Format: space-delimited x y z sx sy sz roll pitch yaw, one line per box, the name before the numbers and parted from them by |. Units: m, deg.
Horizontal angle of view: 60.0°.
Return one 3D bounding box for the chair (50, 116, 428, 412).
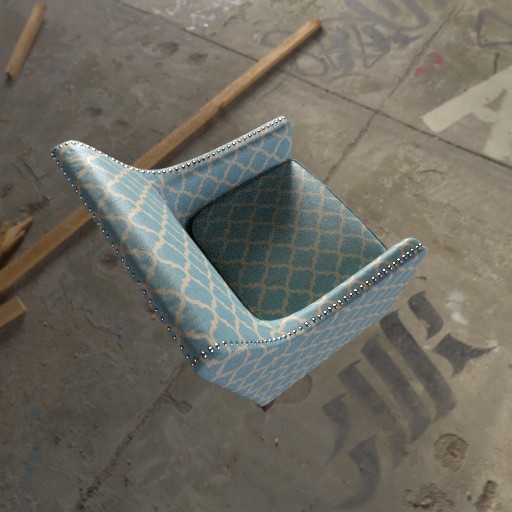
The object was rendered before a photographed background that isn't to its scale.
chair | 0.000 0.000 1.276 0.686 0.817 0.617 -32 65 -17
